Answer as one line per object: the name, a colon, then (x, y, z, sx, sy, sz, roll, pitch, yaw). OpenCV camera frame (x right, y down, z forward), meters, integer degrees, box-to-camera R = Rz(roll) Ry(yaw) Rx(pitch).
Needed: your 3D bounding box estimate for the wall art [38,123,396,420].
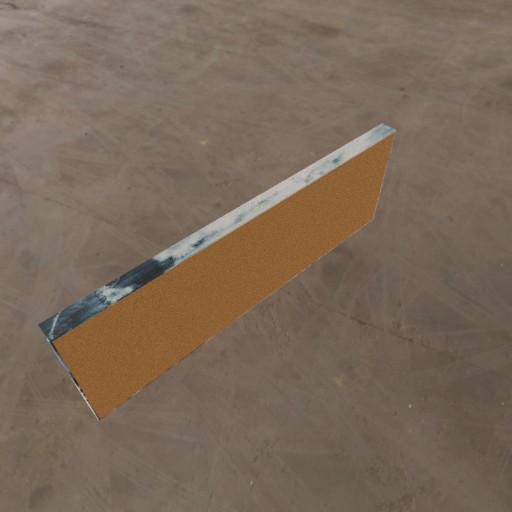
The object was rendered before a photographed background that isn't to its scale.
wall art: (0.000, 0.000, 0.850, 0.759, 0.251, 0.037, -34, 55, -27)
